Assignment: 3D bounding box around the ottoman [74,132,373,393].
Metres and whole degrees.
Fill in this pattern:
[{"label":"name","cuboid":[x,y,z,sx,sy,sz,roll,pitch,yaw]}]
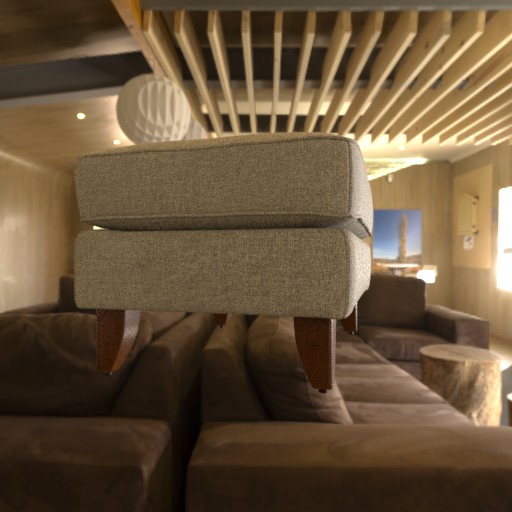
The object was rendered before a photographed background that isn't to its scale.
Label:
[{"label":"ottoman","cuboid":[0.000,0.000,1.324,0.661,0.561,0.889,0,0,16]}]
